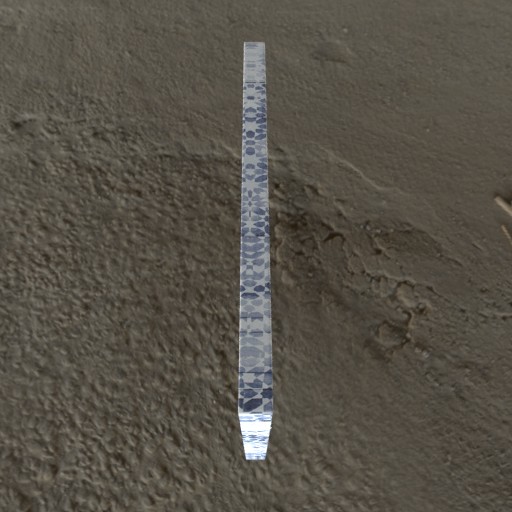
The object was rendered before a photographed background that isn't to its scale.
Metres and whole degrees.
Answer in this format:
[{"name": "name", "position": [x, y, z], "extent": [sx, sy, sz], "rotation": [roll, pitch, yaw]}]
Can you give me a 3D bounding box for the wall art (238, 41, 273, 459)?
[{"name": "wall art", "position": [0.000, 0.000, 1.158], "extent": [0.057, 0.608, 0.911], "rotation": [0, 60, 0]}]
